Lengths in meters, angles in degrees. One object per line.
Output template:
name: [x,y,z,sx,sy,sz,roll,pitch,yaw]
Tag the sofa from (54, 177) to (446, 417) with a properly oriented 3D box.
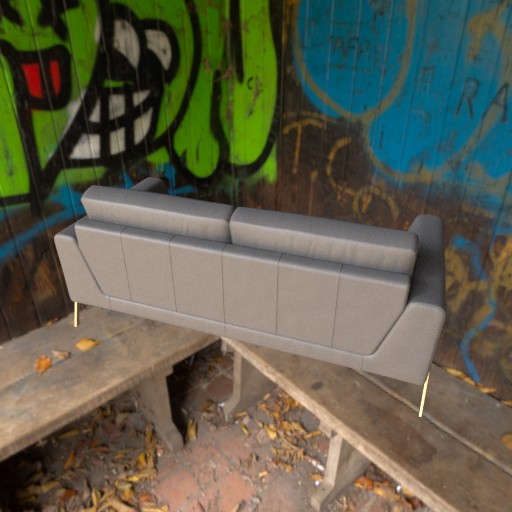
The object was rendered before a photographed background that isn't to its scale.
sofa: [0.000,0.000,2.567,2.017,0.875,0.953,10,32,17]
